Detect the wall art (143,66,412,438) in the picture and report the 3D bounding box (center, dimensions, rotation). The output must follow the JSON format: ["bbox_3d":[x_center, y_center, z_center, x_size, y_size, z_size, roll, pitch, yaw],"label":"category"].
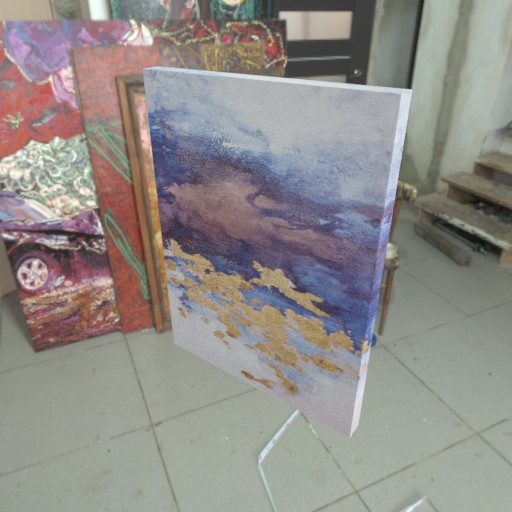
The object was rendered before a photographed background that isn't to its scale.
[{"bbox_3d":[0.000,0.000,0.770,0.437,0.581,0.036,19,34,31],"label":"wall art"}]
